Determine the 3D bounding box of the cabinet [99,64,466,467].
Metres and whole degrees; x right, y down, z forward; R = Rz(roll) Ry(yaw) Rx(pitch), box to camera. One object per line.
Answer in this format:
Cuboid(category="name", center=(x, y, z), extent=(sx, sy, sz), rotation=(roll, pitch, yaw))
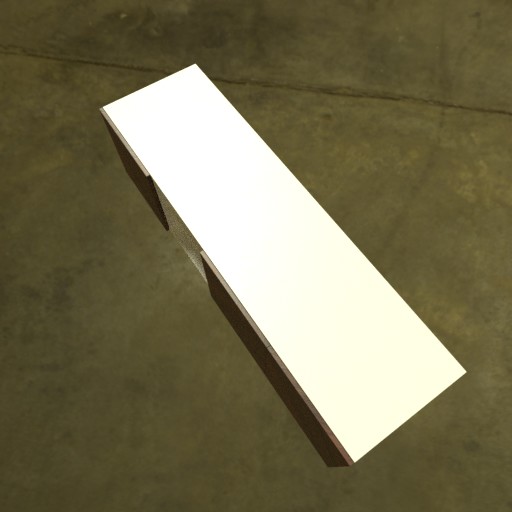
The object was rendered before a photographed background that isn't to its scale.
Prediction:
Cuboid(category="cabinet", center=(0.000, 0.000, 1.720), extent=(0.431, 0.533, 1.499), rotation=(-32, 68, -14))
